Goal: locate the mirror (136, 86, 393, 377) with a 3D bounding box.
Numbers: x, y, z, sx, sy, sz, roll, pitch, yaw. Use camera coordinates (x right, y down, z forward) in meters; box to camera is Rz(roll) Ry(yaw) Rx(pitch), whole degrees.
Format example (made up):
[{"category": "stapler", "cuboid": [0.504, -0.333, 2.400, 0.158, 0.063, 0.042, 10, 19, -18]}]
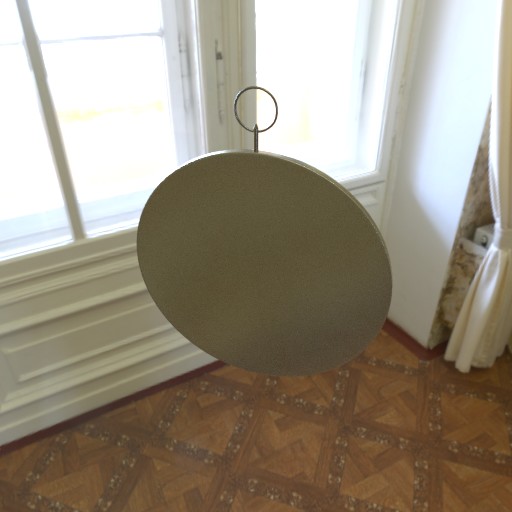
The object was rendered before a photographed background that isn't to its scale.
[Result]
[{"category": "mirror", "cuboid": [0.000, 0.000, 0.977, 0.594, 0.713, 0.020, 9, 34, 14]}]
